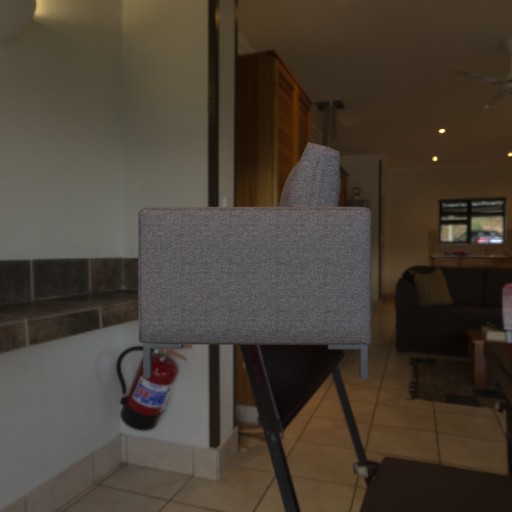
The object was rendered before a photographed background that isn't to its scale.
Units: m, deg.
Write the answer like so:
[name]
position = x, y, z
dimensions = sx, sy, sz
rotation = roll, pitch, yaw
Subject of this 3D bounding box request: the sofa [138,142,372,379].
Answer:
[sofa]
position = 0.000, 0.000, 2.705
dimensions = 0.876, 0.882, 2.253
rotation = 0, 0, 1
